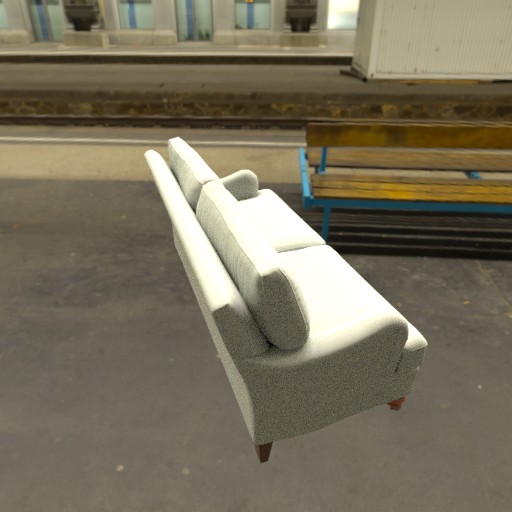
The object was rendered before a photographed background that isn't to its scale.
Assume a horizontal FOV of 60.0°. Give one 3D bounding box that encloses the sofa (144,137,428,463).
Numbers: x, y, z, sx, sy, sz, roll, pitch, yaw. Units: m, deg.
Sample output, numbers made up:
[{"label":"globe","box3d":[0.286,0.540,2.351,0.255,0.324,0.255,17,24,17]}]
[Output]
[{"label":"sofa","box3d":[0.000,0.000,2.840,1.069,1.096,2.193,-10,31,-17]}]
